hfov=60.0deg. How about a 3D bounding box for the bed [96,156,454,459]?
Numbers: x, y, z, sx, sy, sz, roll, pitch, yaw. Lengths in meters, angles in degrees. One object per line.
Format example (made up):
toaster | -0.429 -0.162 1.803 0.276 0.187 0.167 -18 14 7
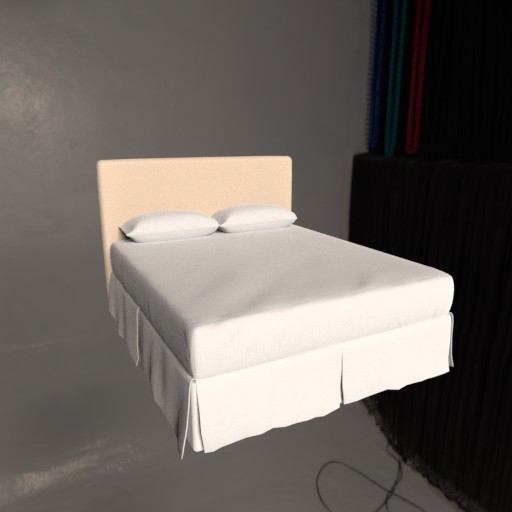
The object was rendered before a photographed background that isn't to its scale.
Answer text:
bed | 0.000 0.000 3.228 1.884 1.330 2.142 -8 17 -27
